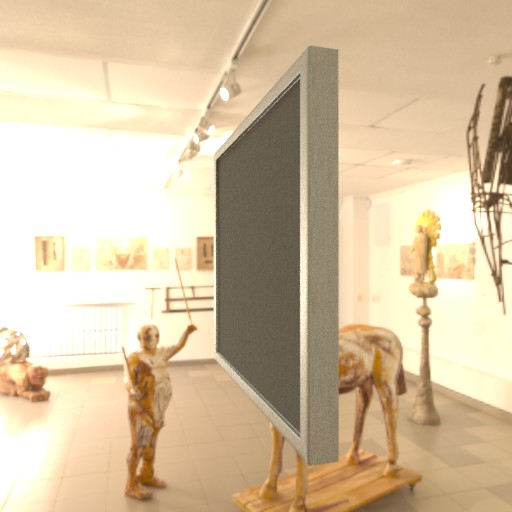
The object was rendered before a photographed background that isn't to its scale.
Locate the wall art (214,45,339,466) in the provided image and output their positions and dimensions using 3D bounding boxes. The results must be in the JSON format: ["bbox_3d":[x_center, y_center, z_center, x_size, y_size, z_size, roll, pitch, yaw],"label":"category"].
[{"bbox_3d":[0.000,0.000,0.533,0.028,0.330,0.380,0,0,-17],"label":"wall art"}]
